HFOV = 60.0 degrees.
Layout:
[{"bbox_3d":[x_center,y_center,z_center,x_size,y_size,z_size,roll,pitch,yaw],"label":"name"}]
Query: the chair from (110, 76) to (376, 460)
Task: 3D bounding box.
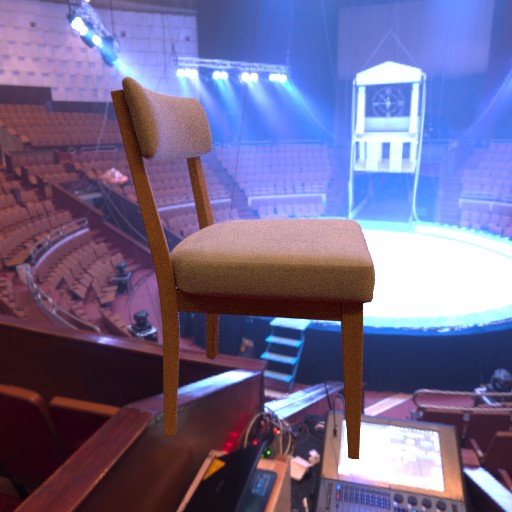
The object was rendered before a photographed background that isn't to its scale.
[{"bbox_3d":[0.000,0.000,1.164,0.572,0.832,0.508,2,15,9],"label":"chair"}]
